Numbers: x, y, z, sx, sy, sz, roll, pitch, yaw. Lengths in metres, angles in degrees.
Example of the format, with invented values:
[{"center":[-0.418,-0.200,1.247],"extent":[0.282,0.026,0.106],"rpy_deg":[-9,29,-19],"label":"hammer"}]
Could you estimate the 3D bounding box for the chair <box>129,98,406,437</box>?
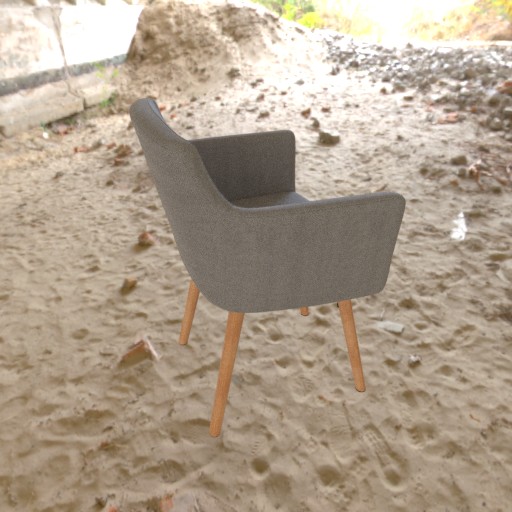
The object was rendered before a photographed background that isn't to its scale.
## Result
[{"center":[0.000,0.000,1.167],"extent":[0.540,0.780,0.570],"rpy_deg":[-10,32,-17],"label":"chair"}]
